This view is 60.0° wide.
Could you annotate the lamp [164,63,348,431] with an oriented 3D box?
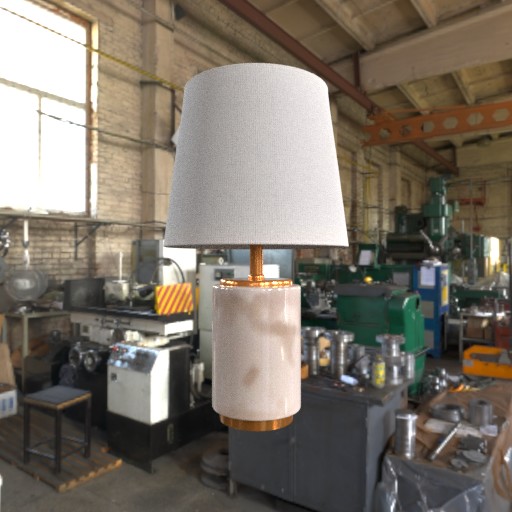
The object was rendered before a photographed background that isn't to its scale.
[{"bbox_3d":[0.000,0.000,0.464,0.189,0.340,0.189,0,0,0],"label":"lamp"}]
